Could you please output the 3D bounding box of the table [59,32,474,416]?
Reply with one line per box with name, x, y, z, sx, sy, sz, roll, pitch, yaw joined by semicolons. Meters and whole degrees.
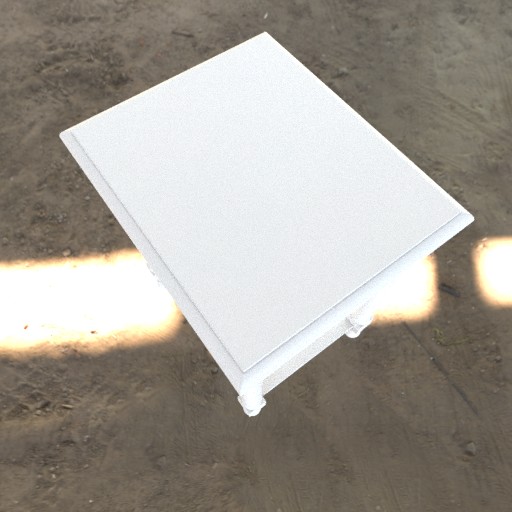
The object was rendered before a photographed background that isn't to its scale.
table;0.000;0.000;0.842;0.381;0.531;0.460;-33;68;-16
